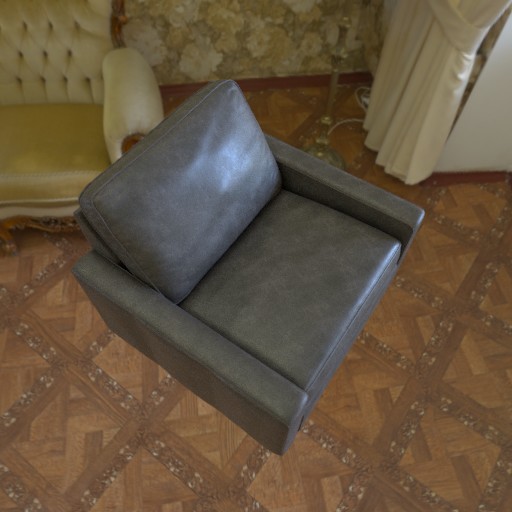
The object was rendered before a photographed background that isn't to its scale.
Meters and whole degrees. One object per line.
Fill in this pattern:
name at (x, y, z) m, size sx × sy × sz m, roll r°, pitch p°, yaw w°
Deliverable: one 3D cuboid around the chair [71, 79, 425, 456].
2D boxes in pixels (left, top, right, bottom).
chair at (0.000, 0.000, 1.732) m, size 0.939 × 0.916 × 1.006 m, roll 30°, pitch 62°, yaw 18°
